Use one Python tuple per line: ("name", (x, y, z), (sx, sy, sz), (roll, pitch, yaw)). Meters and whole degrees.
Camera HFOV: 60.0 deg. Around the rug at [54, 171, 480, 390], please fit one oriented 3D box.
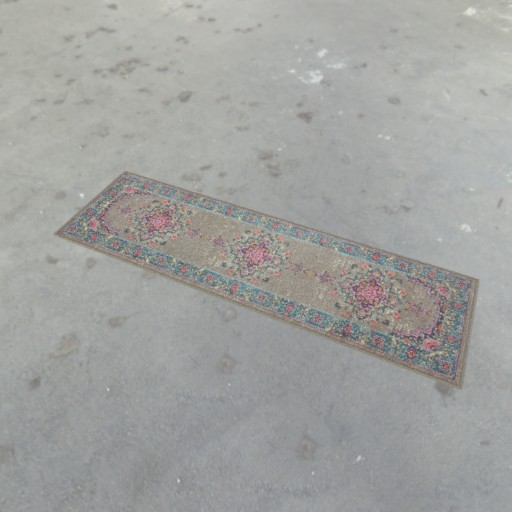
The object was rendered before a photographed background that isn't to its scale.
("rug", (0.000, 0.000, 1.963), (1.827, 0.012, 0.553), (19, 49, 17))
